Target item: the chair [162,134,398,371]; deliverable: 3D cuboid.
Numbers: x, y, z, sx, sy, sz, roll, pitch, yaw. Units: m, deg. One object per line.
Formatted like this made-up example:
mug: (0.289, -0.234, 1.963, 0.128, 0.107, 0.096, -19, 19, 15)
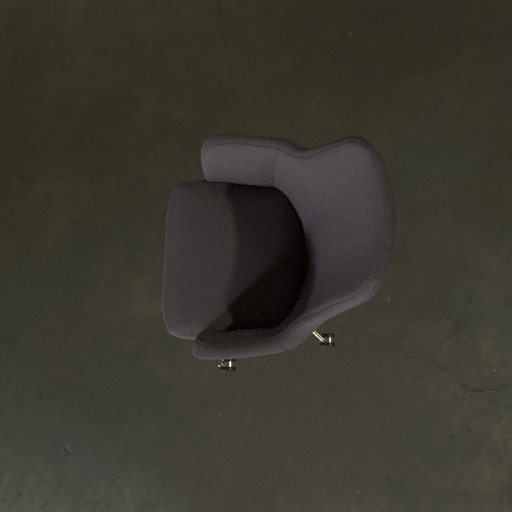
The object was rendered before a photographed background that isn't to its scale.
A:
chair: (0.000, 0.000, 1.272, 0.600, 0.820, 0.655, 1, 77, 0)
